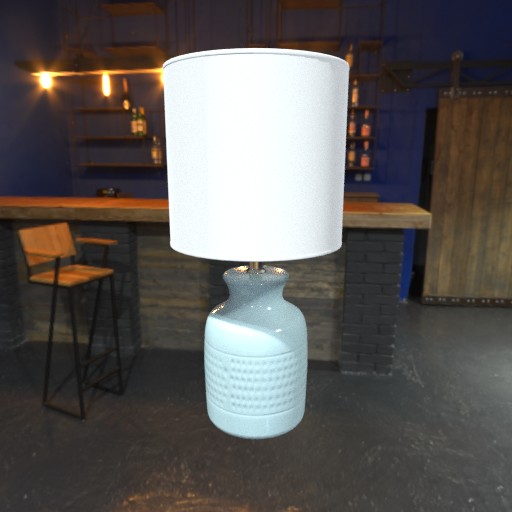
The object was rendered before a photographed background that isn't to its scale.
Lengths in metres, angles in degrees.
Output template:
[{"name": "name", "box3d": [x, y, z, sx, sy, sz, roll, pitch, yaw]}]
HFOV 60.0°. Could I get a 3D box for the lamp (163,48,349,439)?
[{"name": "lamp", "box3d": [0.000, 0.000, 1.108, 0.418, 0.871, 0.418, 2, 13, 10]}]
